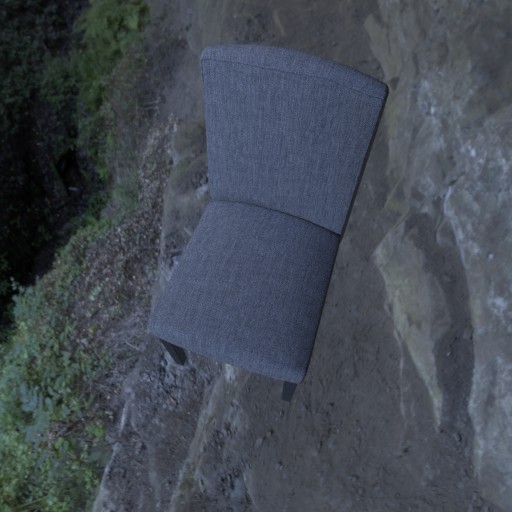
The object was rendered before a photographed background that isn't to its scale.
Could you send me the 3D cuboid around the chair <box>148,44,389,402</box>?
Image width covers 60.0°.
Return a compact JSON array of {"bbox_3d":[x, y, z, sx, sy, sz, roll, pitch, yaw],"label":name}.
[{"bbox_3d":[0.000,0.000,1.252,0.451,0.917,0.580,16,62,9],"label":"chair"}]
